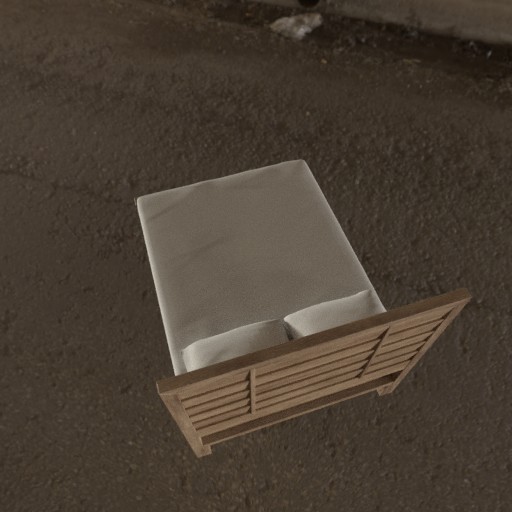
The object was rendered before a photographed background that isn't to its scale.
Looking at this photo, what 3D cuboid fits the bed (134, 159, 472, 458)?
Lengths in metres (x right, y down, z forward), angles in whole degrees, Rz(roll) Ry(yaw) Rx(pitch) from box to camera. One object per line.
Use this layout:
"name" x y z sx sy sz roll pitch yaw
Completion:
"bed" 0.000 0.000 3.385 1.626 1.626 2.197 -15 58 -10
